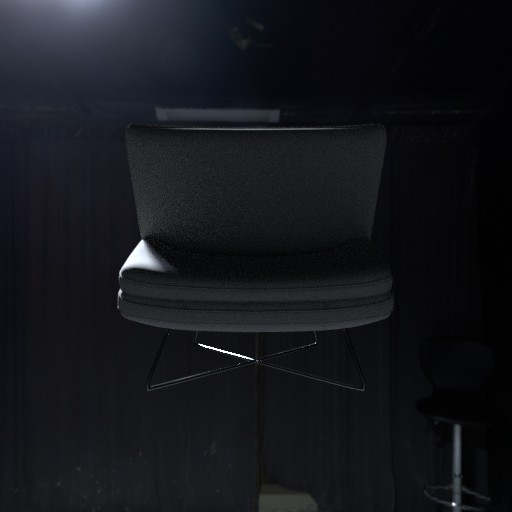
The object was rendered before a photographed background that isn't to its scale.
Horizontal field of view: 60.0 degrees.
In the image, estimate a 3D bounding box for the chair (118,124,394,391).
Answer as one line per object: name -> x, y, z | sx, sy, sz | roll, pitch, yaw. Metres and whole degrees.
chair -> 0.000, 0.000, 1.673 | 0.859, 0.855, 1.008 | 0, 0, 0
